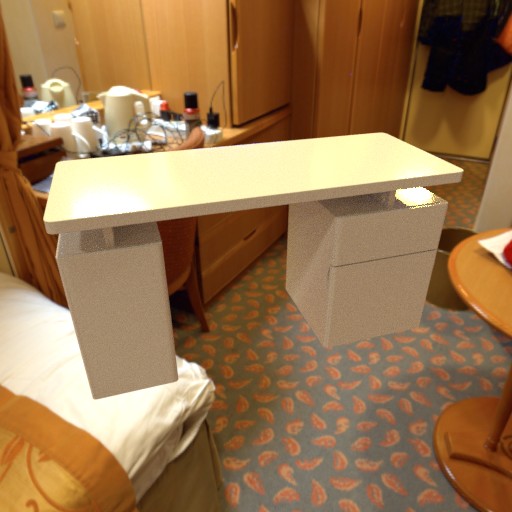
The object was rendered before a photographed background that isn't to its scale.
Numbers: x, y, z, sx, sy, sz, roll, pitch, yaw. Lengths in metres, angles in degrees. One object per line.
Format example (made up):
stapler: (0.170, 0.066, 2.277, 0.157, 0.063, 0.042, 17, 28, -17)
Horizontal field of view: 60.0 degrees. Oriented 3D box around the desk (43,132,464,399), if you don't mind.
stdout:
desk: (0.000, 0.000, 1.813, 1.400, 0.762, 0.550, -9, 31, -15)
